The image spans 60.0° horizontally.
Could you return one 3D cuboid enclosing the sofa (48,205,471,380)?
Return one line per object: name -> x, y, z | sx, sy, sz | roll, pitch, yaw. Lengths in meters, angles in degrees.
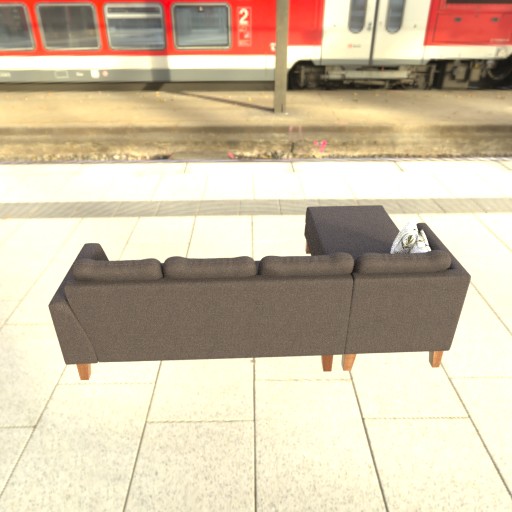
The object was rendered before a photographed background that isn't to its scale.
sofa -> 0.000, 0.000, 3.689 | 2.679, 0.932, 1.829 | -1, 30, -2
